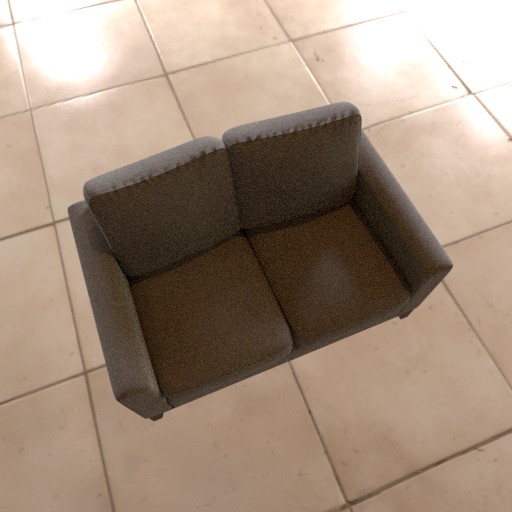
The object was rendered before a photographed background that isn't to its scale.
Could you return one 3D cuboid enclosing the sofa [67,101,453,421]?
[{"bbox_3d":[0.000,0.000,1.996,1.420,0.873,0.917,-20,64,-10],"label":"sofa"}]
